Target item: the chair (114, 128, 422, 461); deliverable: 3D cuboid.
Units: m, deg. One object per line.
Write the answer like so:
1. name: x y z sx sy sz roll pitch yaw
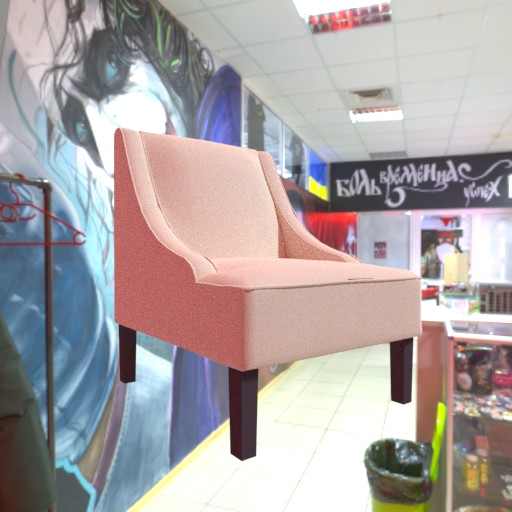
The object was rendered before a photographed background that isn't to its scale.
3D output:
1. chair: 0.000 0.000 1.449 0.689 0.886 0.806 -1 1 -37
